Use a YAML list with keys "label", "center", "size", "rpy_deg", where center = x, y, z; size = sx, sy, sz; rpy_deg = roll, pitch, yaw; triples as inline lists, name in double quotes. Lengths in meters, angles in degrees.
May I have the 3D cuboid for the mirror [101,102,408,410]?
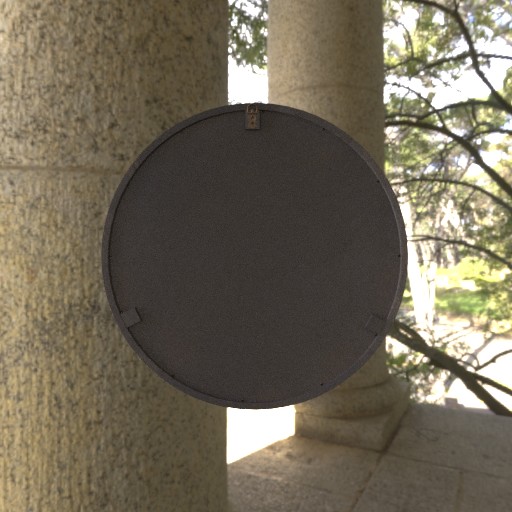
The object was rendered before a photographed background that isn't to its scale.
- label: "mirror"
  center: [0.000, 0.000, 1.039]
  size: [0.710, 0.710, 0.038]
  rpy_deg: [0, -1, -2]
